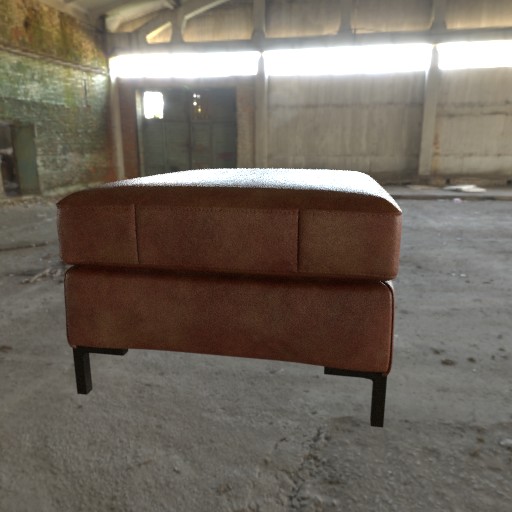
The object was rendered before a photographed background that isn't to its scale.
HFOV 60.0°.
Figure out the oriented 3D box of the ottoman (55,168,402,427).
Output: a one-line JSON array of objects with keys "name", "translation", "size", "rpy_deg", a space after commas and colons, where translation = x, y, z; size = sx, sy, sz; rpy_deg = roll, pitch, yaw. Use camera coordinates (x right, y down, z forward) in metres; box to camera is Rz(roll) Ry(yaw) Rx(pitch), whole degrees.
[{"name": "ottoman", "translation": [0.000, 0.000, 1.775], "size": [0.965, 0.667, 1.186], "rpy_deg": [3, 14, 10]}]
